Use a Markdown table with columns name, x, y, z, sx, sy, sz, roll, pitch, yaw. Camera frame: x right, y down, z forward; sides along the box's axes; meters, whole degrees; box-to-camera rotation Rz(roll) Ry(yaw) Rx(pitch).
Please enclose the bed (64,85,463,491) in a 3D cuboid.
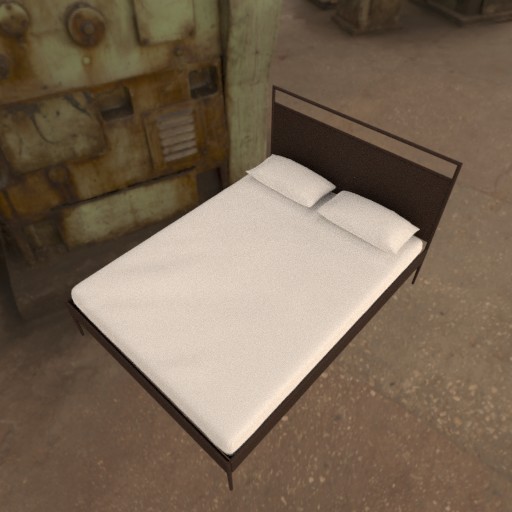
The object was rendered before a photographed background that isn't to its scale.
| name | x | y | z | sx | sy | sz | roll | pitch | yaw |
| --- | --- | --- | --- | --- | --- | --- | --- | --- | --- |
| bed | 0.000 | 0.000 | 3.022 | 1.572 | 1.173 | 2.122 | 34 | 55 | 28 |
